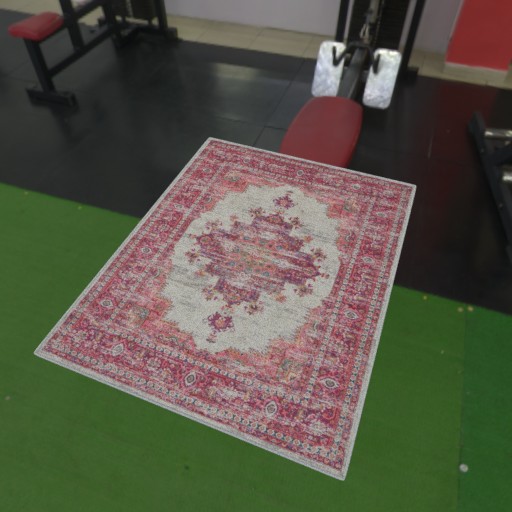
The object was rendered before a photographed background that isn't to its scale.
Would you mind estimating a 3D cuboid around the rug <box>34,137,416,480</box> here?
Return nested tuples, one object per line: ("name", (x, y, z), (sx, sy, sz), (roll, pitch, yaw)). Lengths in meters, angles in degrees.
("rug", (0.000, 0.000, 4.057), (2.447, 0.017, 3.123), (17, 51, 14))
